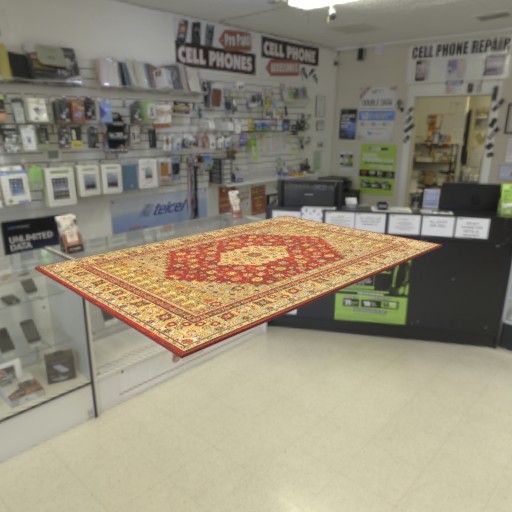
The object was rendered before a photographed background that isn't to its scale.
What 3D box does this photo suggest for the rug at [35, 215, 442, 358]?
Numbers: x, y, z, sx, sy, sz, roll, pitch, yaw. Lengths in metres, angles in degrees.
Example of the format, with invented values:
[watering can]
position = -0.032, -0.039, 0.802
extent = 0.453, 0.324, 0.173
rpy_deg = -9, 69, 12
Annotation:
[rug]
position = 0.000, 0.000, 2.323
extent = 1.802, 0.013, 1.194
rpy_deg = -16, 23, -42
